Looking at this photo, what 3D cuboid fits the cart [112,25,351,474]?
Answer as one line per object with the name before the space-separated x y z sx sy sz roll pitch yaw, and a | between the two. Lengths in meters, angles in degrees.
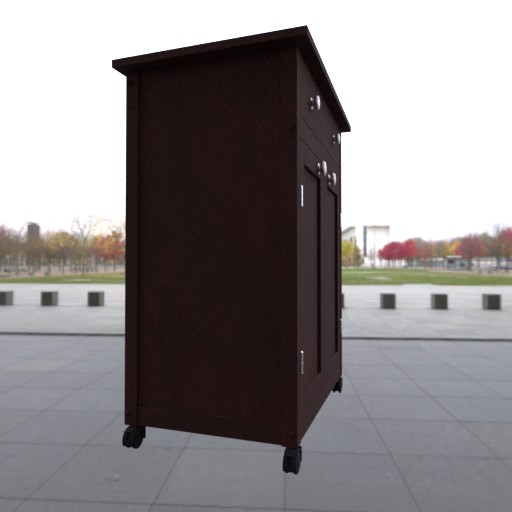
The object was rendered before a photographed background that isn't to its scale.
cart | 0.000 0.000 1.228 0.442 0.864 0.683 0 -1 19
